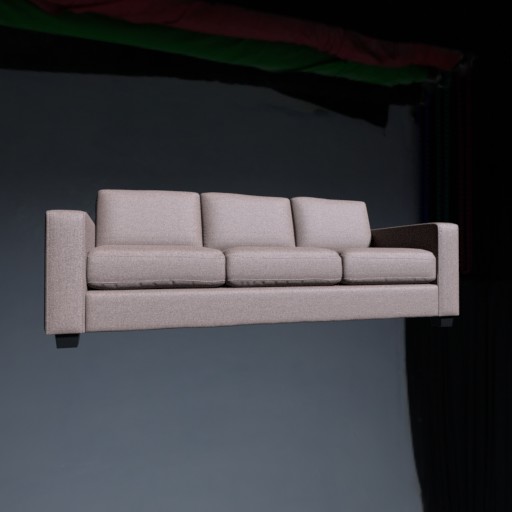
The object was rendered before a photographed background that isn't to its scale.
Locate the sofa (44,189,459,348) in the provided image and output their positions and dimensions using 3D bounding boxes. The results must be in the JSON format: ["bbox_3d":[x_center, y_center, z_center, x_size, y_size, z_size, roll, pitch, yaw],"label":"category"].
[{"bbox_3d":[0.000,0.000,2.602,2.160,0.806,0.900,0,-1,-18],"label":"sofa"}]
